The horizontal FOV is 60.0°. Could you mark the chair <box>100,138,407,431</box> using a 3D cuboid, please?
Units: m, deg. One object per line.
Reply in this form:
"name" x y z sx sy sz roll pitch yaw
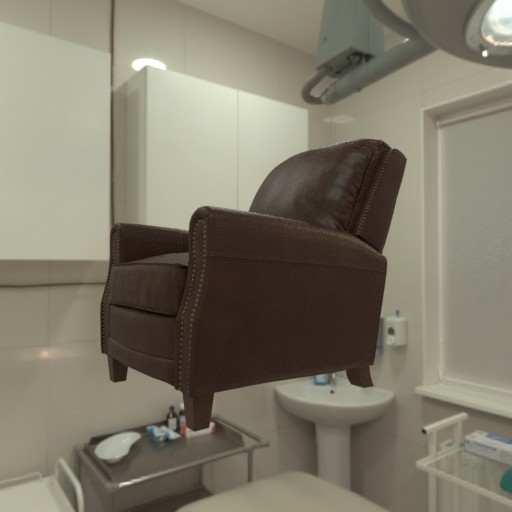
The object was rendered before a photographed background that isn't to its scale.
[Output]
"chair" 0.000 0.000 1.833 1.089 1.022 0.826 1 -1 -37
